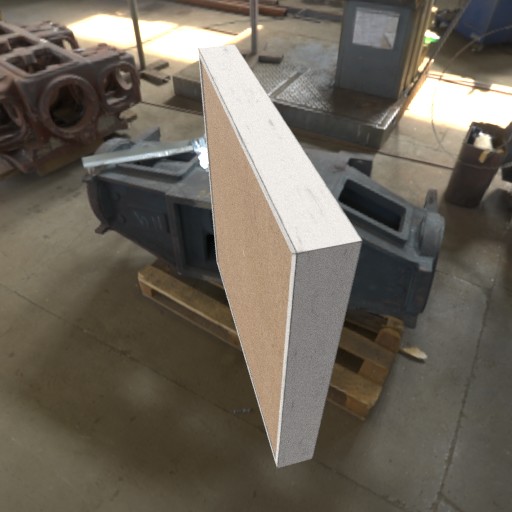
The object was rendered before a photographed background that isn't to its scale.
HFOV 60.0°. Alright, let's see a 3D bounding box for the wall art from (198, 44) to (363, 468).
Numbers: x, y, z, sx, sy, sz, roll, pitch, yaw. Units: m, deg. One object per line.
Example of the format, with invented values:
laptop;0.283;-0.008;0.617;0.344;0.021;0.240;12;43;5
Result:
wall art;0.000;0.000;0.450;0.038;0.305;0.305;-11;46;-11
